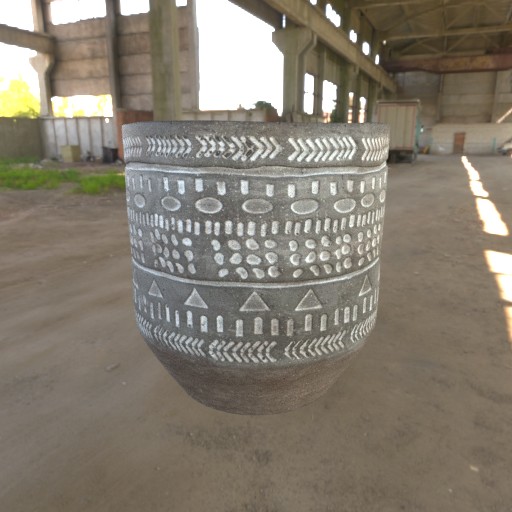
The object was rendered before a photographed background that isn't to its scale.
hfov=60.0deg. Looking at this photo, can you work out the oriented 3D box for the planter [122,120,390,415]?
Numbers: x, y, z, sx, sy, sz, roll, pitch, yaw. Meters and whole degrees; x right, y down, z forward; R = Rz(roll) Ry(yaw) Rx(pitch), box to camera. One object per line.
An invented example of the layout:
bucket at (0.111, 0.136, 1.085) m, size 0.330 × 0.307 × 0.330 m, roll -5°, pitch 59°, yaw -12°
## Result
planter at (0.000, 0.000, 0.224) m, size 0.122 × 0.128 × 0.122 m, roll 0°, pitch 15°, yaw 0°
